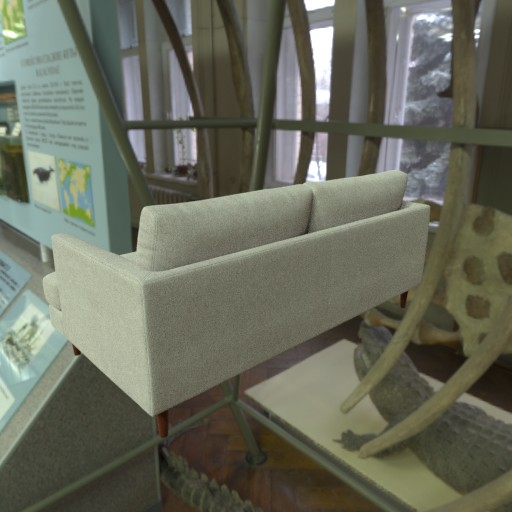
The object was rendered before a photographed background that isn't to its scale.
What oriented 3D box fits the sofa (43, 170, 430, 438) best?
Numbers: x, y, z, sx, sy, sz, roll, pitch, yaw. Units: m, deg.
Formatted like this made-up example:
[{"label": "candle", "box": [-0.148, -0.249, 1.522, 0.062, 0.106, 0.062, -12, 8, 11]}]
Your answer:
[{"label": "sofa", "box": [0.000, 0.000, 2.444, 1.948, 0.868, 1.020, -15, 23, -40]}]
